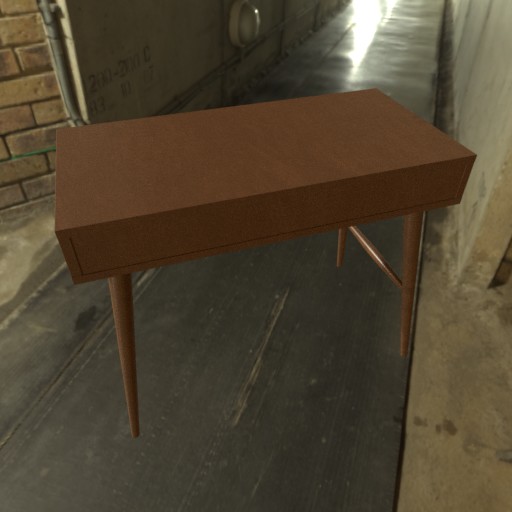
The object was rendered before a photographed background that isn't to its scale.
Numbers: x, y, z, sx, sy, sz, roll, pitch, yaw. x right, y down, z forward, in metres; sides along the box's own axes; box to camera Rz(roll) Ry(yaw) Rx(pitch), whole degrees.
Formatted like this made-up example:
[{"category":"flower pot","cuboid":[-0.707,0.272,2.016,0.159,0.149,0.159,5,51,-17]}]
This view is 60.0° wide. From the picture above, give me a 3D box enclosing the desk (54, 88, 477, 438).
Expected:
[{"category":"desk","cuboid":[0.000,0.000,1.356,0.949,0.758,0.510,-12,42,-14]}]
